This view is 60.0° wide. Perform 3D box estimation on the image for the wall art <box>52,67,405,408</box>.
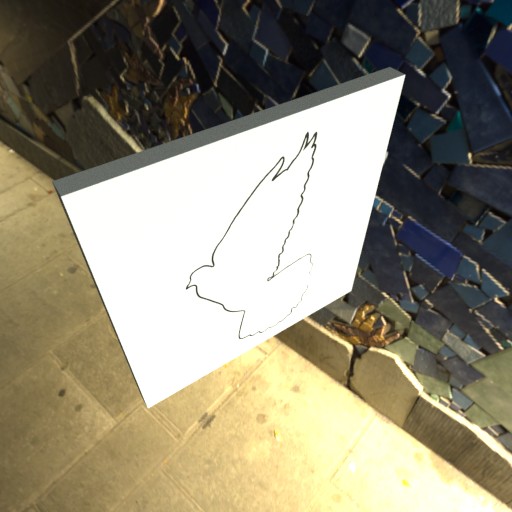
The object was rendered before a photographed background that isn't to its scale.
[{"bbox_3d":[0.000,0.000,0.901,0.610,0.610,0.038,-26,52,-22],"label":"wall art"}]
